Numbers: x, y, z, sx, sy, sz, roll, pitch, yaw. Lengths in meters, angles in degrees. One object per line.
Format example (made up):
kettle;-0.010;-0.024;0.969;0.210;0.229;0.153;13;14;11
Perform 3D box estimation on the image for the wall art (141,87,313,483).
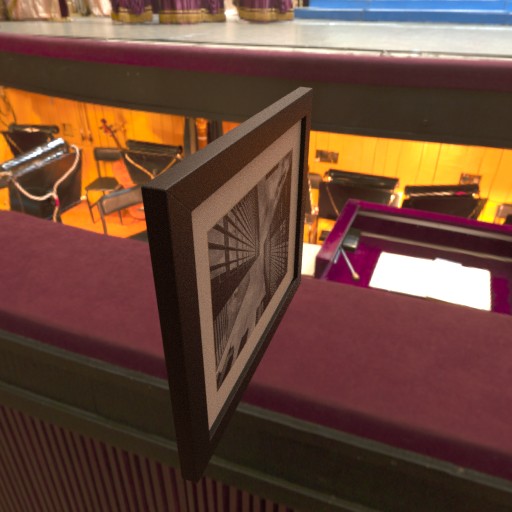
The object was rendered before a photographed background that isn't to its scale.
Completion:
wall art;0.000;0.000;0.756;0.031;0.457;0.558;11;32;18
